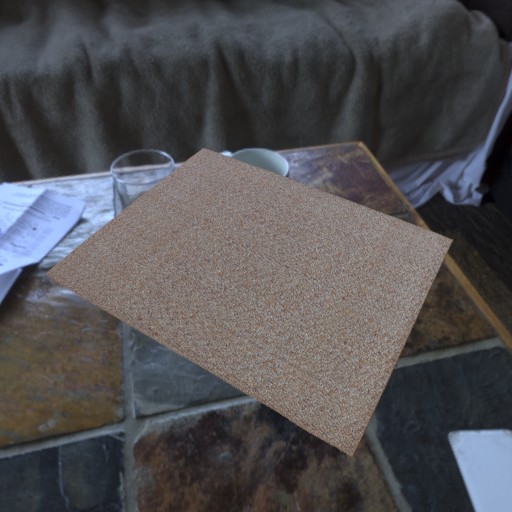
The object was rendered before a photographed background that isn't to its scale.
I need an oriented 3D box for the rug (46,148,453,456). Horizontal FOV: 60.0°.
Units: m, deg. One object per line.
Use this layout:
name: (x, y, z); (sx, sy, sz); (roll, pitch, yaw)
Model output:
rug: (0.000, 0.000, 4.186); (3.048, 0.013, 2.439); (25, 51, 21)
